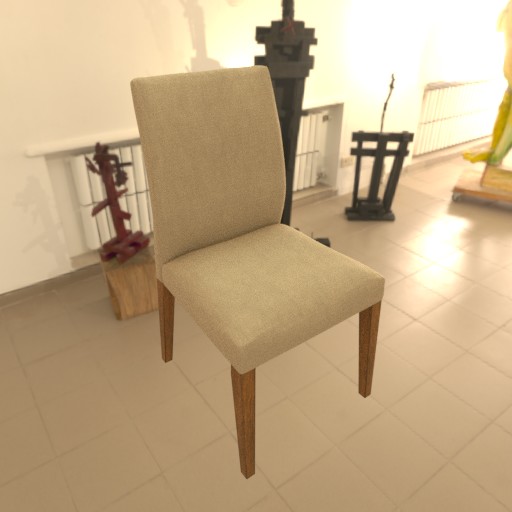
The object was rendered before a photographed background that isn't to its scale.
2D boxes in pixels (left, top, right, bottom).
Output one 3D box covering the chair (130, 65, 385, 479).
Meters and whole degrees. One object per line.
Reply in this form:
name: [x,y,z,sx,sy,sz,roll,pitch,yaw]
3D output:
chair: [0.000,0.000,1.279,0.496,0.940,0.585,-21,36,-31]
